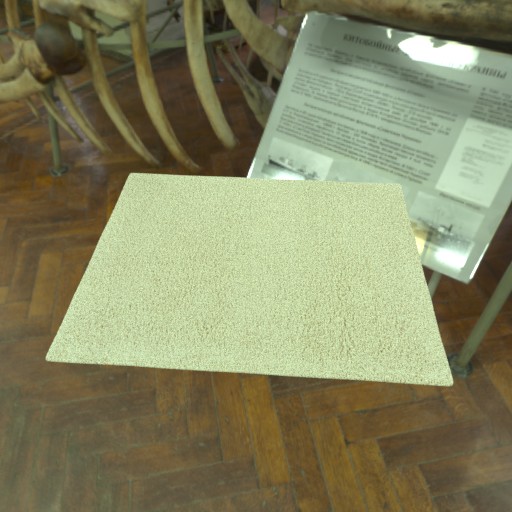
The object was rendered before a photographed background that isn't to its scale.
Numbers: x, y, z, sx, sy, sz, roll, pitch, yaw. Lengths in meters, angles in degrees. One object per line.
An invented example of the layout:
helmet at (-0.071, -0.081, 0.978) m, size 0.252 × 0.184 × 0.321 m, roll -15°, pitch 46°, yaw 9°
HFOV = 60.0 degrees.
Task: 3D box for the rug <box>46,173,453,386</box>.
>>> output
rug at (0.000, 0.000, 4.133) m, size 3.047 × 0.029 × 2.438 m, roll 3°, pitch 46°, yaw 3°
